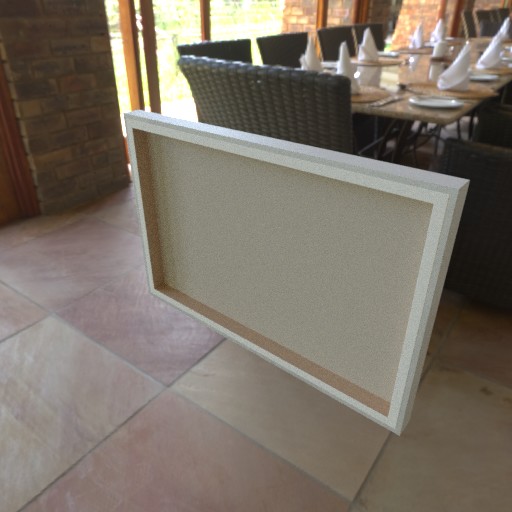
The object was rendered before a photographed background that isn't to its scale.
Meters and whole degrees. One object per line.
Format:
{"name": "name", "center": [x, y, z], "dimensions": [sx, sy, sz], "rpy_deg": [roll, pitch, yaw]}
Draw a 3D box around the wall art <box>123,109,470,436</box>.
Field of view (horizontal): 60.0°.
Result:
{"name": "wall art", "center": [0.000, 0.000, 0.768], "dimensions": [0.609, 0.407, 0.038], "rpy_deg": [22, 37, 33]}
